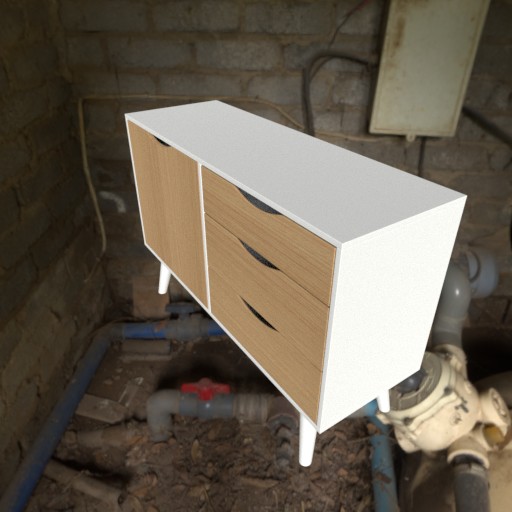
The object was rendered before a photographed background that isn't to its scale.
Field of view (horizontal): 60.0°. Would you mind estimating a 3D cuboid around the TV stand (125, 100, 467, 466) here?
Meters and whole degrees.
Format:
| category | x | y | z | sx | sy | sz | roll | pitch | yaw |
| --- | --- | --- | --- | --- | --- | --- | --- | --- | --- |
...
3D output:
| category | x | y | z | sx | sy | sz | roll | pitch | yaw |
| --- | --- | --- | --- | --- | --- | --- | --- | --- | --- |
| TV stand | 0.000 | 0.000 | 1.592 | 0.406 | 0.812 | 1.193 | -20 | 37 | -29 |
